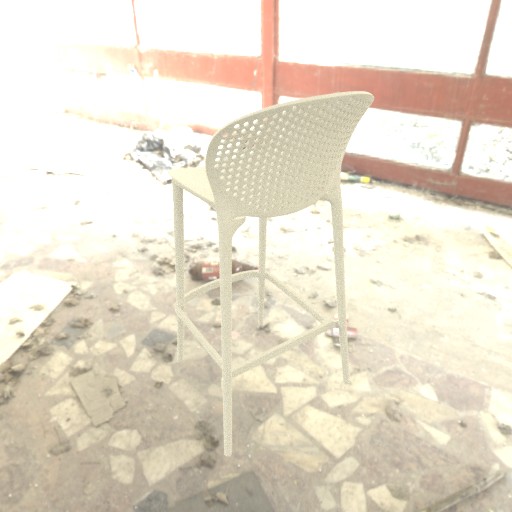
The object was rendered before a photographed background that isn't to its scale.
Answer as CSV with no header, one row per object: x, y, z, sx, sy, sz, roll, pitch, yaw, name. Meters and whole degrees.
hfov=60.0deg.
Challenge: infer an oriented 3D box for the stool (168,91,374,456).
0.000,0.000,1.390,0.536,1.045,0.535,-20,36,-30,stool
